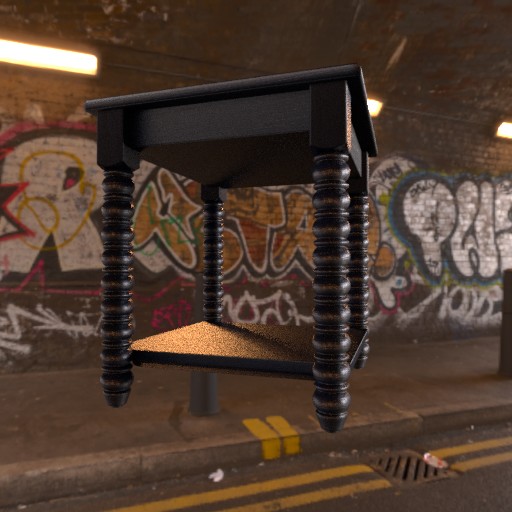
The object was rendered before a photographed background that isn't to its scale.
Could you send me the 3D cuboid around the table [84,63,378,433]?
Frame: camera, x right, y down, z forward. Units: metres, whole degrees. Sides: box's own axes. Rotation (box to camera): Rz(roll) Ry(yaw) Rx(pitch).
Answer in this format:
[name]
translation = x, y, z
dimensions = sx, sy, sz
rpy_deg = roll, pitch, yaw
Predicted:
[table]
translation = 0.000, 0.000, 0.984
dimensions = 0.500, 0.567, 0.533
rpy_deg = 0, -1, 18
